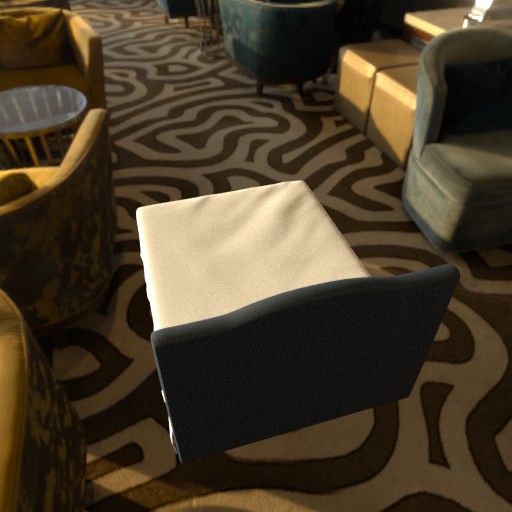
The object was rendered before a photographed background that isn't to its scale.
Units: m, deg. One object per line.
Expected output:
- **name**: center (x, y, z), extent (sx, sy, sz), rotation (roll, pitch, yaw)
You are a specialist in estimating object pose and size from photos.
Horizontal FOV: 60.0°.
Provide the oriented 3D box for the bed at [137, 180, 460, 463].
- **bed**: center (0.000, 0.000, 3.491), extent (1.821, 1.436, 2.282), rotation (-11, 43, -12)
